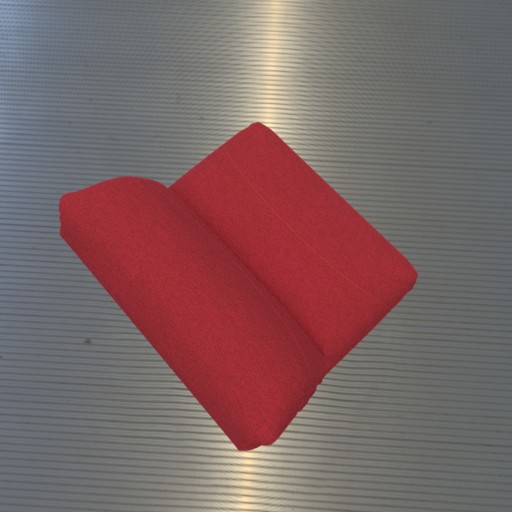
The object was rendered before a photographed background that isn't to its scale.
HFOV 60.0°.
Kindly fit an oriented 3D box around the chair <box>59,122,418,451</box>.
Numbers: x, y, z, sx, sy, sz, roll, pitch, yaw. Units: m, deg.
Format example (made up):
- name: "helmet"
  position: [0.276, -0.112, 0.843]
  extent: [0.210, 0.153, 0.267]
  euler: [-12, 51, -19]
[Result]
- name: "chair"
  position: [0.000, 0.000, 1.374]
  extent: [0.780, 0.580, 0.820]
  euler: [-41, 78, -11]
